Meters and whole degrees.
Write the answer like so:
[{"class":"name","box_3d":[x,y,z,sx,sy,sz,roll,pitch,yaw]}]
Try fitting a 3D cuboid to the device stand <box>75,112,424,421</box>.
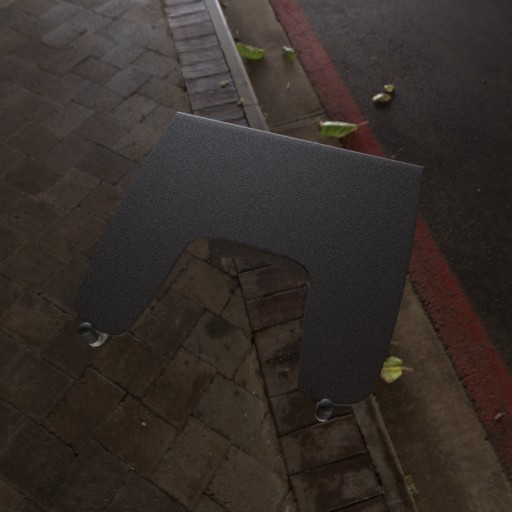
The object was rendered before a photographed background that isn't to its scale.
[{"class":"device stand","box_3d":[0.000,0.000,0.360,0.230,0.092,0.230,15,59,9]}]
